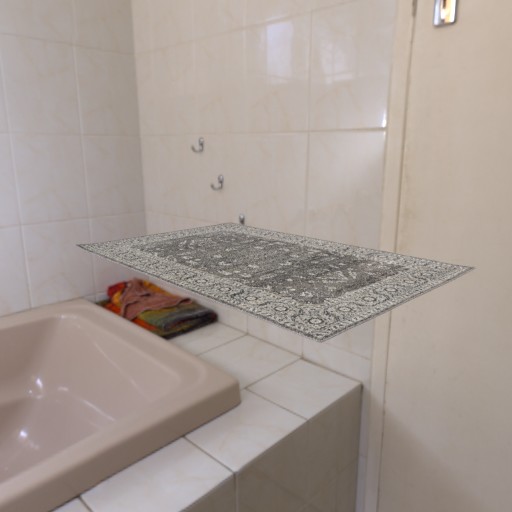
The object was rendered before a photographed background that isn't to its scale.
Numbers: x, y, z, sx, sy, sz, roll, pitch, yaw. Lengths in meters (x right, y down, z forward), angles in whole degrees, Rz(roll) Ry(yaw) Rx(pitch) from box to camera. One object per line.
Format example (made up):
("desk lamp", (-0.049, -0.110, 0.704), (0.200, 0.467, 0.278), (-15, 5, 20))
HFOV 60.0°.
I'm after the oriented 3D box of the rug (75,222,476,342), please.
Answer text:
("rug", (0.000, 0.000, 2.375), (1.209, 0.019, 1.828), (-13, 19, -42))
